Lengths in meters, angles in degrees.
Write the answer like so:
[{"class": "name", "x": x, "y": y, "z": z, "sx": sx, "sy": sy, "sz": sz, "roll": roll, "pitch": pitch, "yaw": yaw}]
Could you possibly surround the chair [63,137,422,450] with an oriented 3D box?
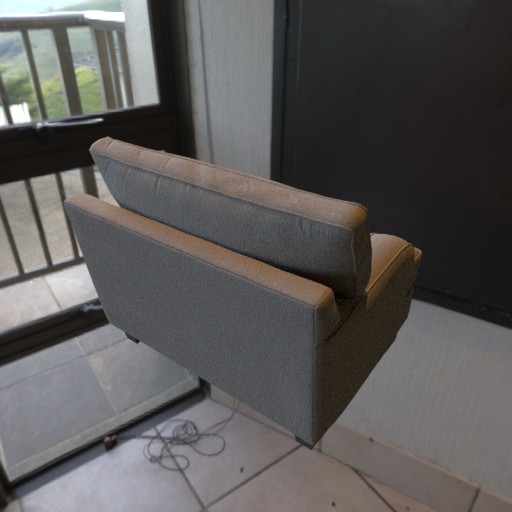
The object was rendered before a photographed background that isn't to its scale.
[{"class": "chair", "x": 0.000, "y": 0.000, "z": 1.994, "sx": 1.220, "sy": 1.016, "sz": 1.041, "roll": 21, "pitch": 37, "yaw": 31}]
